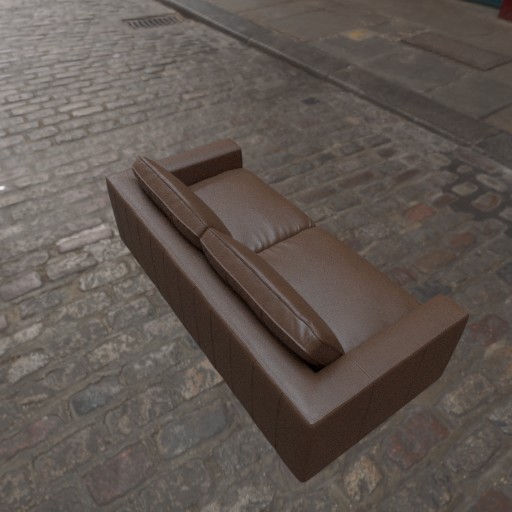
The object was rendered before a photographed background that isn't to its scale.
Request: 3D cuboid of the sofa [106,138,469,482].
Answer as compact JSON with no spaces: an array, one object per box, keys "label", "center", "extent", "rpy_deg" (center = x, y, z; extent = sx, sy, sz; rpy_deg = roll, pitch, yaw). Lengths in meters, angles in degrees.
[{"label":"sofa","center":[0.000,0.000,2.759],"extent":[1.070,0.801,2.262],"rpy_deg":[-25,48,-25]}]
